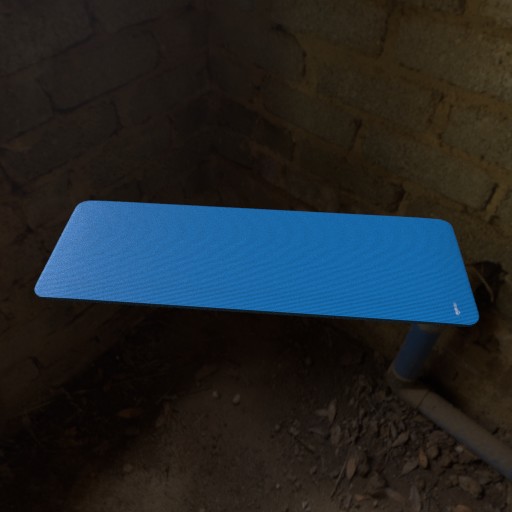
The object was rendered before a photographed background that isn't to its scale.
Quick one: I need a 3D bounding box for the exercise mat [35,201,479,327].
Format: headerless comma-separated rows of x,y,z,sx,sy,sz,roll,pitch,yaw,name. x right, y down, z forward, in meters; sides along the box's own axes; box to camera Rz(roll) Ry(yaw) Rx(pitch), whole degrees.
0.000,0.000,2.022,1.869,0.021,0.616,3,48,3,exercise mat
